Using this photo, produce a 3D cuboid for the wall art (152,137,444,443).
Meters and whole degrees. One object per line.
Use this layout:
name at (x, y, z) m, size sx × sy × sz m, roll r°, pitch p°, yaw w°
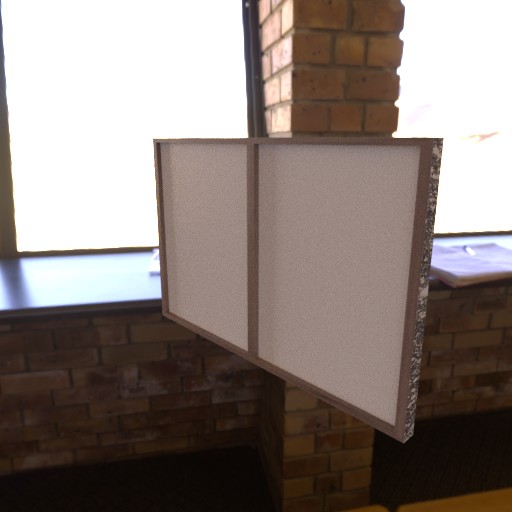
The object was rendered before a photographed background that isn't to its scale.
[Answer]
wall art at (0.000, 0.000, 1.158) m, size 0.038 × 0.598 × 0.919 m, roll -13°, pitch 20°, yaw -41°
